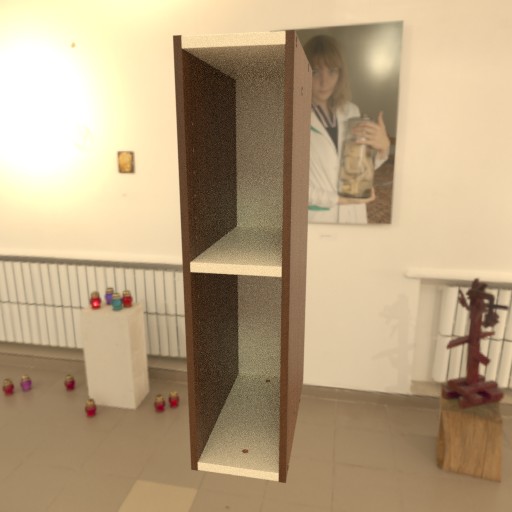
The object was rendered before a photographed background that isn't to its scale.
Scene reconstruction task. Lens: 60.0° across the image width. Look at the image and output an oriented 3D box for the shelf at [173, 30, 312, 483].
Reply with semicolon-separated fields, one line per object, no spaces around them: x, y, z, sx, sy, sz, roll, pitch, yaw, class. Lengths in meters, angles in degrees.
0.000;0.000;0.719;0.147;0.600;0.290;3;14;11;shelf
